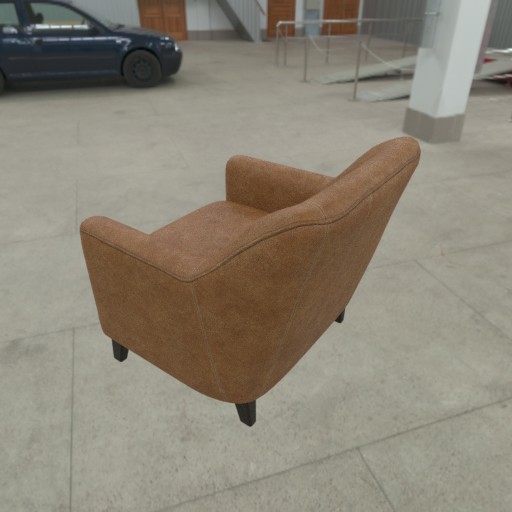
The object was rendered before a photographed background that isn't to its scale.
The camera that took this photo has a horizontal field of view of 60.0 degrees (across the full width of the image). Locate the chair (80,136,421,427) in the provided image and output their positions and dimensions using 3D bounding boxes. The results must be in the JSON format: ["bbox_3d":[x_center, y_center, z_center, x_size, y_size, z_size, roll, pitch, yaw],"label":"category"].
[{"bbox_3d":[0.000,0.000,1.872,1.034,0.980,1.037,21,37,30],"label":"chair"}]
